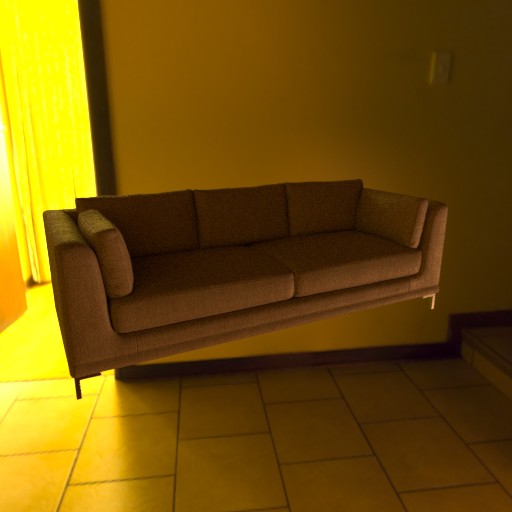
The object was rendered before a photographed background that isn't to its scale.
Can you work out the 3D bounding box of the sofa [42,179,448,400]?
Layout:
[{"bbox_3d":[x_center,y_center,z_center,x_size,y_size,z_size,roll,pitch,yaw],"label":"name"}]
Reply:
[{"bbox_3d":[0.000,0.000,2.890,2.415,0.867,0.969,-8,18,-26],"label":"sofa"}]
